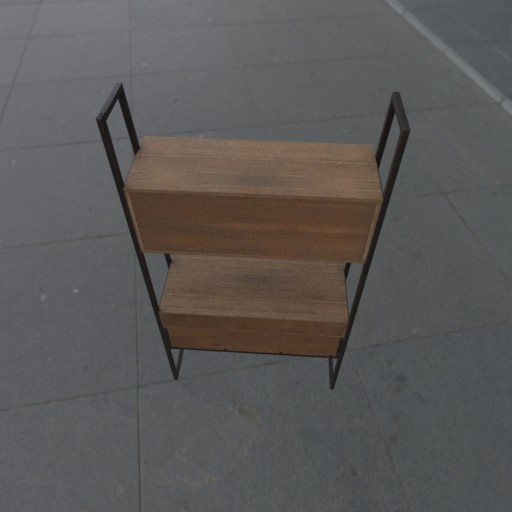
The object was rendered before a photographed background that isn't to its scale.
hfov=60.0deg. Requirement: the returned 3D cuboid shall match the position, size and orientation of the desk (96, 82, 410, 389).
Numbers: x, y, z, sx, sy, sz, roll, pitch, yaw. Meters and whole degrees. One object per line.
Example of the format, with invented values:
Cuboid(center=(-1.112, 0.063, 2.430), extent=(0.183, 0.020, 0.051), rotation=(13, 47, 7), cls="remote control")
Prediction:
Cuboid(center=(0.000, 0.000, 2.215), extent=(0.982, 1.809, 0.515), rotation=(3, 48, 3), cls="desk")
